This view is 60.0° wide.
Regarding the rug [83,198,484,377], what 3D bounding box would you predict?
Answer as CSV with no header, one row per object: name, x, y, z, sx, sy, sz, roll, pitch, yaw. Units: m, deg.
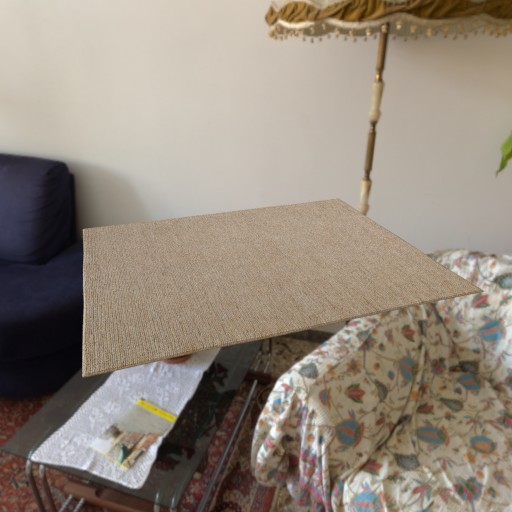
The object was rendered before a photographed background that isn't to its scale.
rug,0.000,0.000,4.117,3.034,0.012,2.406,-9,28,-17
